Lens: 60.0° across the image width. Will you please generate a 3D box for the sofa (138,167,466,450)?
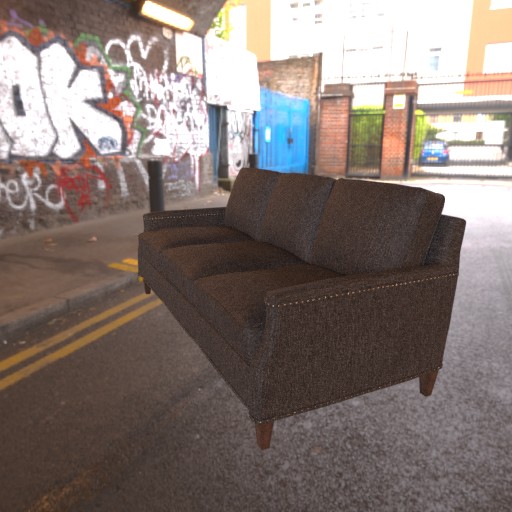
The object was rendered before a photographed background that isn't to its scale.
[{"bbox_3d":[0.000,0.000,2.786,1.084,1.003,2.246,-7,16,-25],"label":"sofa"}]
